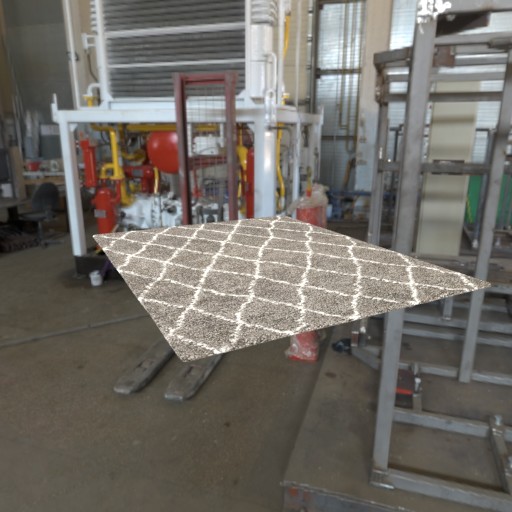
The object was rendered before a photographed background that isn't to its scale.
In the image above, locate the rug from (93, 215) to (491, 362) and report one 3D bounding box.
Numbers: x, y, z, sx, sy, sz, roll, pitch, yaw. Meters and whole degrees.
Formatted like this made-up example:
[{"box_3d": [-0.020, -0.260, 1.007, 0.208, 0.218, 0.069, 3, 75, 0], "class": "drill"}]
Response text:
[{"box_3d": [0.000, 0.000, 4.090, 2.438, 0.029, 3.047, -8, 18, -26], "class": "rug"}]
